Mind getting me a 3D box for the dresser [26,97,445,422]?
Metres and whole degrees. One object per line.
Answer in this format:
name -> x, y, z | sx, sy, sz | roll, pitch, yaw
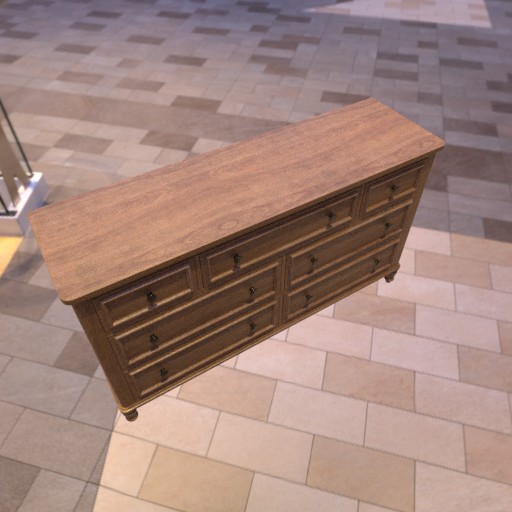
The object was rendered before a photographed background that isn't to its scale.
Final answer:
dresser -> 0.000, 0.000, 2.004 | 1.583, 0.892, 0.468 | -24, 51, -21
